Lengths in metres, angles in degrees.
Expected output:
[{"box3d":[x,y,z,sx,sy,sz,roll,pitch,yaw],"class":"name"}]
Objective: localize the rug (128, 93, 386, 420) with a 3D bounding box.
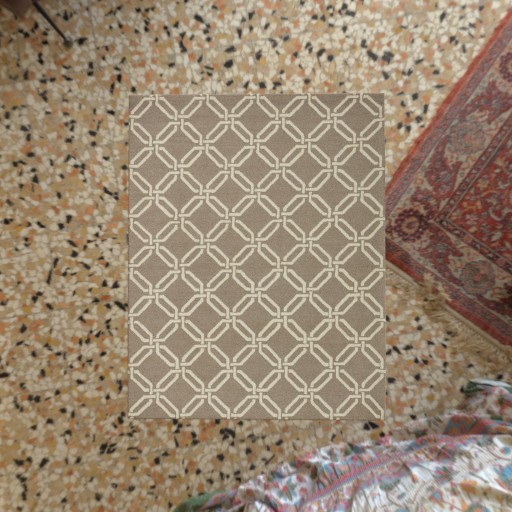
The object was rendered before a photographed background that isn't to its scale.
[{"box3d":[0.000,0.000,3.941,2.288,0.018,2.895,0,89,1],"class":"rug"}]
